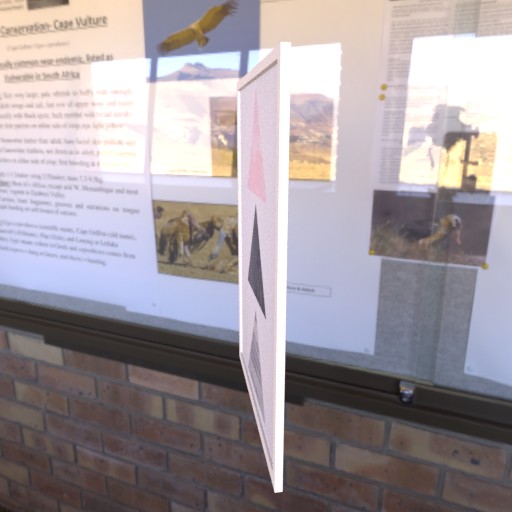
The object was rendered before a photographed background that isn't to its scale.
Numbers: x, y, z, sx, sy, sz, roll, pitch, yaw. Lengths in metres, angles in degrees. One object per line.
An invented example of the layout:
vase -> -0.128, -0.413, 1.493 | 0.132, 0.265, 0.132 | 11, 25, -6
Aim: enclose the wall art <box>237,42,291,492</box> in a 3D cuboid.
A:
wall art -> 0.000, 0.000, 0.835 | 0.013, 0.656, 0.456 | -2, 16, -9
